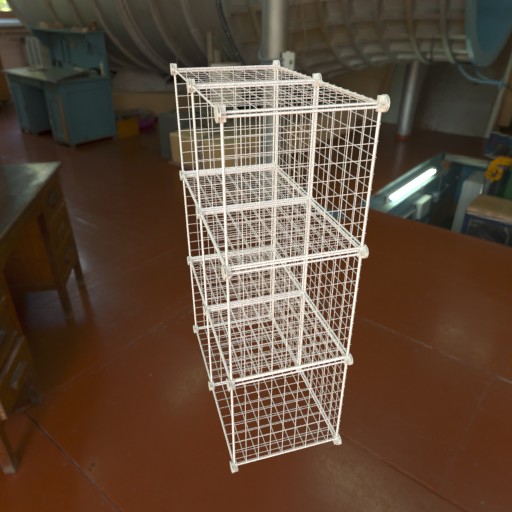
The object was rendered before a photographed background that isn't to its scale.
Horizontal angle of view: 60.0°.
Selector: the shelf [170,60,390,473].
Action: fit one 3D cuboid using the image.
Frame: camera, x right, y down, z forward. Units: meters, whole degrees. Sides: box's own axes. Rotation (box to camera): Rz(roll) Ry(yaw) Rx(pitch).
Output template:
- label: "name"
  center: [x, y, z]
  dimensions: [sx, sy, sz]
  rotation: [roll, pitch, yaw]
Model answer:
- label: "shelf"
  center: [0.000, 0.000, 1.404]
  dimensions: [0.356, 1.067, 0.711]
  rotation: [-8, 31, -14]
